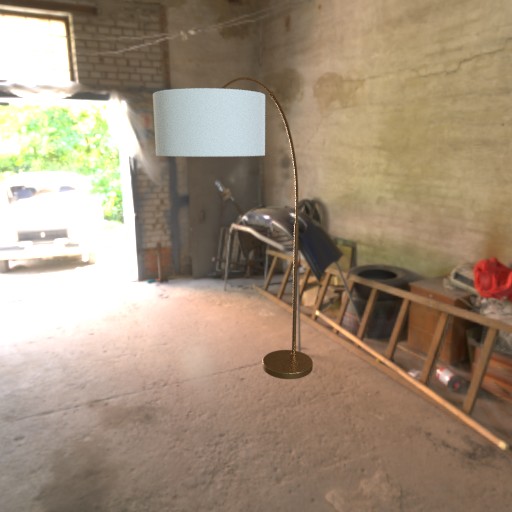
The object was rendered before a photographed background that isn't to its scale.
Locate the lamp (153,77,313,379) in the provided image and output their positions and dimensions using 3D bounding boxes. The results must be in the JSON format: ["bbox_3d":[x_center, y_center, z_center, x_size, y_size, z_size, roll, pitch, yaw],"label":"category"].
[{"bbox_3d":[0.000,0.000,2.584,0.493,1.927,1.434,7,15,25],"label":"lamp"}]
